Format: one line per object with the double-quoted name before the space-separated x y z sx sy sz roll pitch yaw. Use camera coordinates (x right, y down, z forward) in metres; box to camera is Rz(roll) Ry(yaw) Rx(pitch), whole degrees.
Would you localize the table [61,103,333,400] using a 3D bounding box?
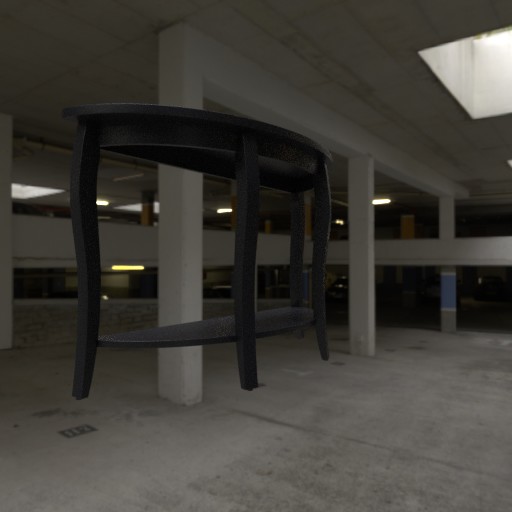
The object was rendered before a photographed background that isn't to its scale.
"table" 0.000 0.000 1.557 0.394 0.780 1.219 0 -1 37
